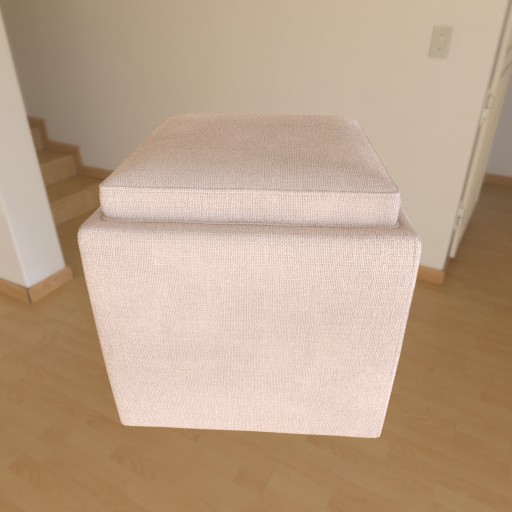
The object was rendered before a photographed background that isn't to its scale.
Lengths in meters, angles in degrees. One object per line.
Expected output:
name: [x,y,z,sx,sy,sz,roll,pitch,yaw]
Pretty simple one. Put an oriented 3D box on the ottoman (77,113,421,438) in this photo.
ottoman: [0.000,0.000,0.816,0.451,0.460,0.450,2,30,3]
